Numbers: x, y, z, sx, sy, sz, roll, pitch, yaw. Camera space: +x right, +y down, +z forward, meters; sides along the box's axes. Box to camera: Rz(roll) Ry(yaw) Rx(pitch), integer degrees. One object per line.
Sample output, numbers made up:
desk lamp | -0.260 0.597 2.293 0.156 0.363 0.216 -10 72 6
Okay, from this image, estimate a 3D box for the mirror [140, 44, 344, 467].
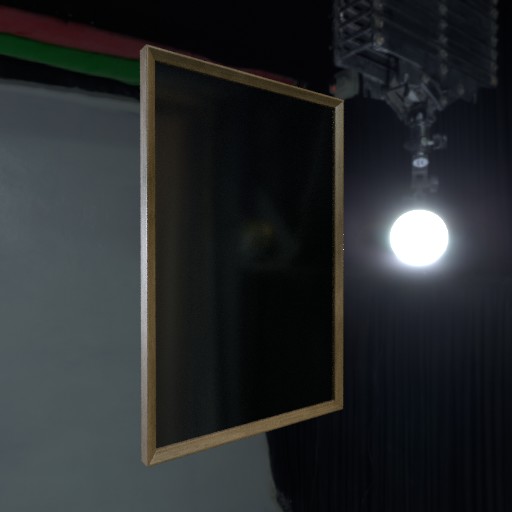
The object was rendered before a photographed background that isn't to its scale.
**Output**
mirror | 0.000 0.000 1.152 0.609 0.915 0.041 -1 1 -36
